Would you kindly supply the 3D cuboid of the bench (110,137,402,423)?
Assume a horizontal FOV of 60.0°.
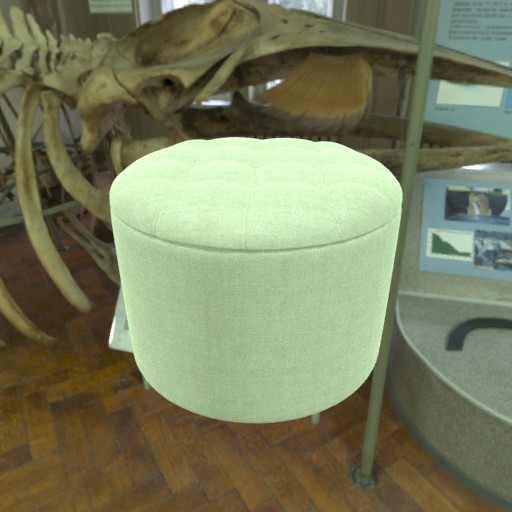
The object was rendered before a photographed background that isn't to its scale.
[{"bbox_3d":[0.000,0.000,1.015,0.600,0.453,0.600,0,27,0],"label":"bench"}]
